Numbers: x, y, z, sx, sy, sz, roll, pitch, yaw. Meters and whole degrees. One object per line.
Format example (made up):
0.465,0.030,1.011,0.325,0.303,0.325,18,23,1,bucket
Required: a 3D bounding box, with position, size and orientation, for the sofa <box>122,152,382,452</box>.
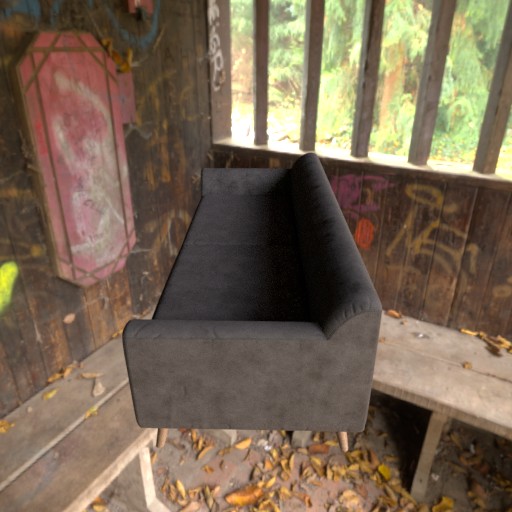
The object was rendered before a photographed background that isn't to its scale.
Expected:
0.000,0.000,2.592,0.900,0.740,2.190,1,26,1,sofa
